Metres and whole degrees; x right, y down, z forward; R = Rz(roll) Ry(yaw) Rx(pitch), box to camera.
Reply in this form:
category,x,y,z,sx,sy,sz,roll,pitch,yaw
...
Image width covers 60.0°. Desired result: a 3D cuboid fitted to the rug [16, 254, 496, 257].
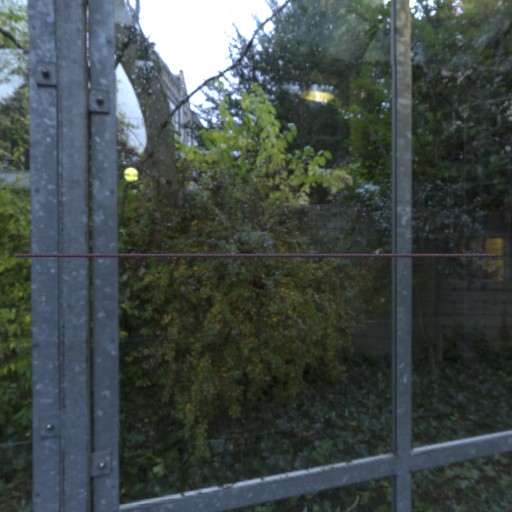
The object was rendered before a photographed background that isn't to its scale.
category,x,y,z,sx,sy,sz,roll,pitch,yaw
rug,0.000,0.000,5.744,4.578,0.033,3.033,0,0,0
